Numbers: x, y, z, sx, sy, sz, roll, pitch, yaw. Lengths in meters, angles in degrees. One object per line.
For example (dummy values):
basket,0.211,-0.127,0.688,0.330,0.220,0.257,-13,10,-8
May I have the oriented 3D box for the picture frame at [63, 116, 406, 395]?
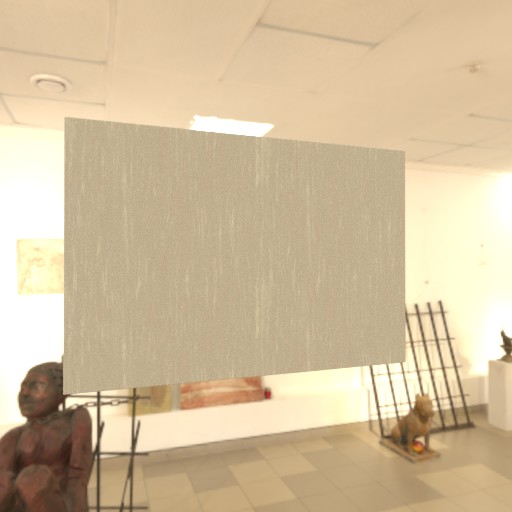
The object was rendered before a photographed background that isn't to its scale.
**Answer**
picture frame,0.000,0.000,1.195,0.950,0.640,0.029,0,-1,-20
